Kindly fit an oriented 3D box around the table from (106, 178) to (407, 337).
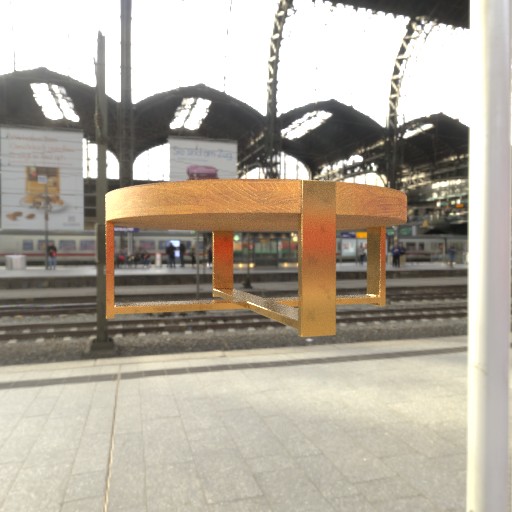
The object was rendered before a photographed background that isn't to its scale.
[{"bbox_3d":[0.000,0.000,1.716,1.100,0.420,1.100,0,1,0],"label":"table"}]
